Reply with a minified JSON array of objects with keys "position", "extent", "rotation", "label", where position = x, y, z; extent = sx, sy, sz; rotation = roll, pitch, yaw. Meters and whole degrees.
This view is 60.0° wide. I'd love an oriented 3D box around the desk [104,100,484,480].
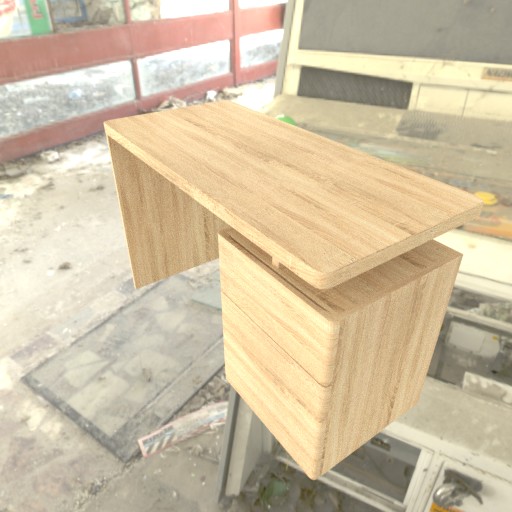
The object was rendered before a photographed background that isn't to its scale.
[{"position":[0.000,0.000,1.573],"extent":[0.550,0.760,1.200],"rotation":[-21,39,-29],"label":"desk"}]
